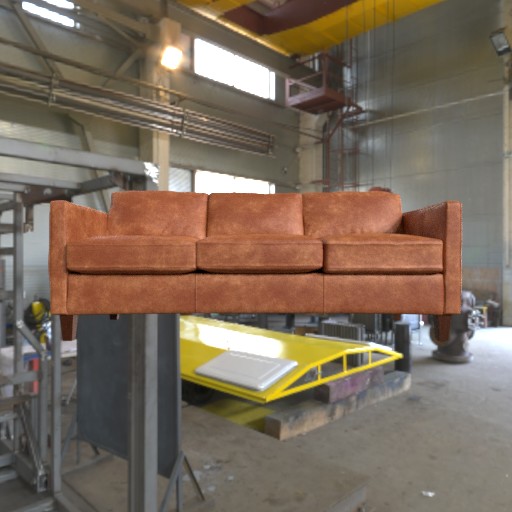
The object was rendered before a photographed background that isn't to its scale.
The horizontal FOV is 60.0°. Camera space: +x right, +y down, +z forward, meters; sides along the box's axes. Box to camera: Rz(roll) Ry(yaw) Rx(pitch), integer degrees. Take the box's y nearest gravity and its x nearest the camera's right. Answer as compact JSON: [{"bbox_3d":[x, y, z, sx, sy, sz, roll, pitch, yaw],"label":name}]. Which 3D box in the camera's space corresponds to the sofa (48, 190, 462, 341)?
[{"bbox_3d":[0.000,0.000,3.049,2.464,1.006,1.045,0,0,0],"label":"sofa"}]
